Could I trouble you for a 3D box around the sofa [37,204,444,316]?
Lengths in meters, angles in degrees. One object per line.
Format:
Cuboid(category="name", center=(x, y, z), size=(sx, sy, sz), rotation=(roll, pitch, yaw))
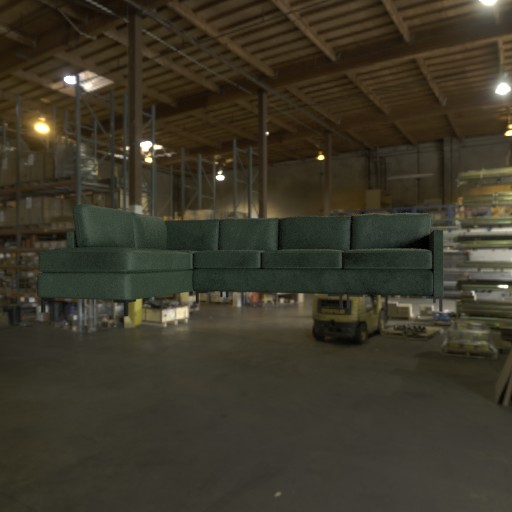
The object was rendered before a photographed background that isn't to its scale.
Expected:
Cuboid(category="sofa", center=(0.000, 0.000, 4.306), size=(3.384, 0.996, 2.048), rotation=(0, -1, 18))
